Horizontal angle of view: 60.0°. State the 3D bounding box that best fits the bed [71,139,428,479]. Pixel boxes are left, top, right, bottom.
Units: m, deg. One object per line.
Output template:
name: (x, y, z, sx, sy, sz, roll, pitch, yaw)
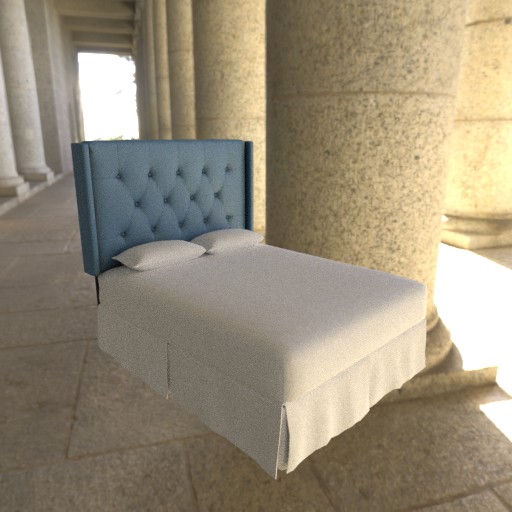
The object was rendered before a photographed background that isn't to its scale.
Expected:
bed: (0.000, 0.000, 3.290, 2.078, 1.665, 1.719, 15, 21, 43)
